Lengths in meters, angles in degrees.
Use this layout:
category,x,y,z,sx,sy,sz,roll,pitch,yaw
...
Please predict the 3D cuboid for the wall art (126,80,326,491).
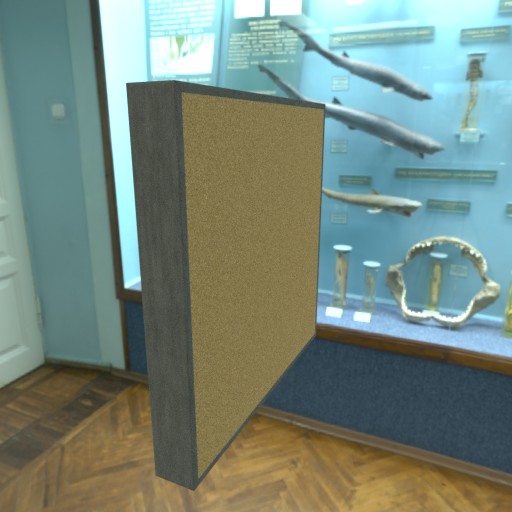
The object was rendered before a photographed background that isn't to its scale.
category,x,y,z,sx,sy,sz,roll,pitch,yaw
wall art,0.000,0.000,0.445,0.038,0.302,0.303,8,18,25
